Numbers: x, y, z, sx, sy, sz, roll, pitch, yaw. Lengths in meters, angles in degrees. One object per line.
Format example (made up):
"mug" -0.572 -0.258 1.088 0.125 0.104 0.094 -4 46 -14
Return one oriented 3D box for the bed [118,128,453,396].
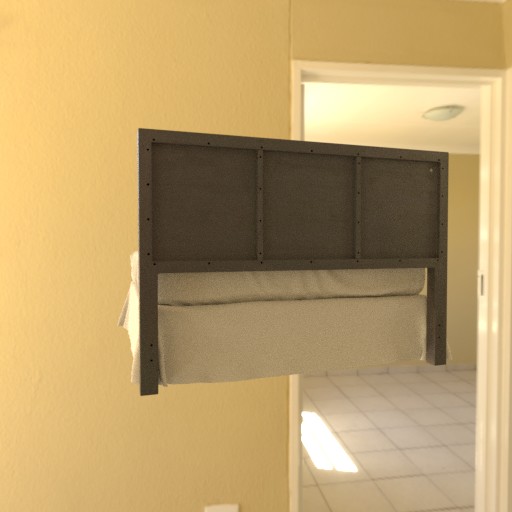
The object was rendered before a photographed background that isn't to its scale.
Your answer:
"bed" 0.000 0.000 2.982 1.772 1.142 1.785 -1 2 -18
